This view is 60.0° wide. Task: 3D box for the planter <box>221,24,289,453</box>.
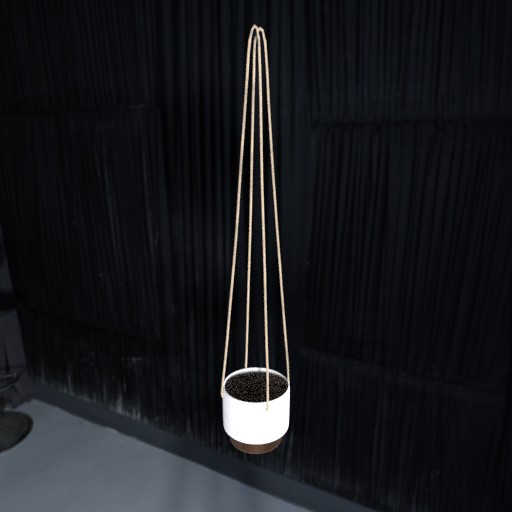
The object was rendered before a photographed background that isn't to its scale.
[{"bbox_3d":[0.000,0.000,0.889,0.146,0.841,0.146,8,17,26],"label":"planter"}]
